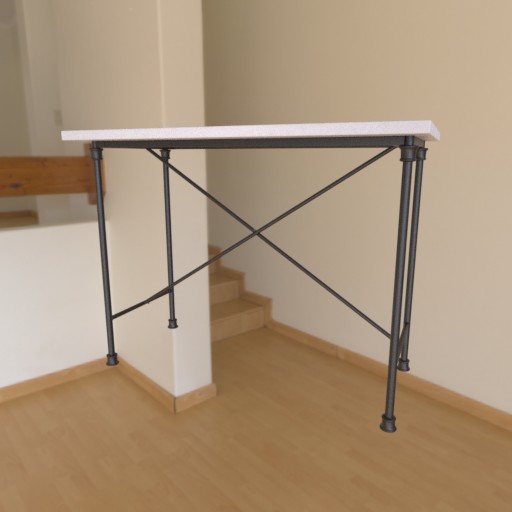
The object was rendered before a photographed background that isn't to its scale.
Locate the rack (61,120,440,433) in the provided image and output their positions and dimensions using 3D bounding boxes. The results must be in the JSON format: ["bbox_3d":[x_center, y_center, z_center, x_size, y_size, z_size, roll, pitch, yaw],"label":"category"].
[{"bbox_3d":[0.000,0.000,1.626,1.159,0.880,0.613,6,14,23],"label":"rack"}]
